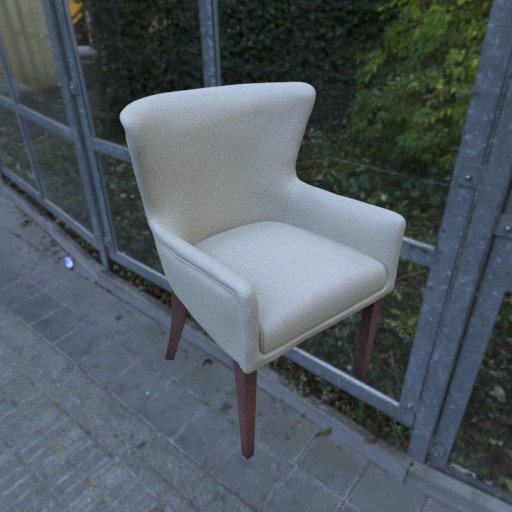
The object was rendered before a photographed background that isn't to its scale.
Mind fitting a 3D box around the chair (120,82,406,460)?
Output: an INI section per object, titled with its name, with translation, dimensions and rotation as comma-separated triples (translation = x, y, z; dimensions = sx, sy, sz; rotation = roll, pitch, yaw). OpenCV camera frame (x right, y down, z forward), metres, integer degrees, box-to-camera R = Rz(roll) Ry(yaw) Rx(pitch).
[chair]
translation = 0.000, 0.000, 1.429
dimensions = 0.660, 0.952, 0.686
rotation = -22, 38, -32
